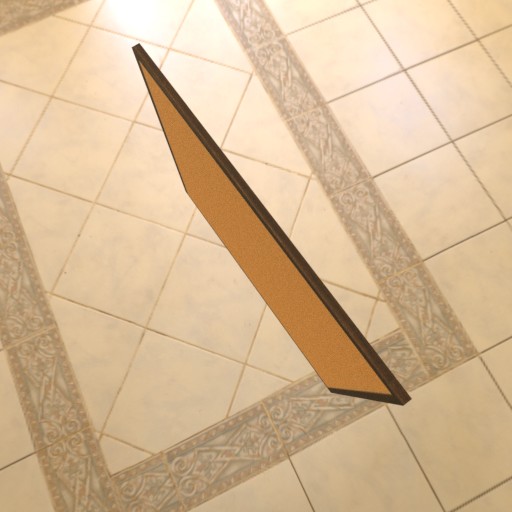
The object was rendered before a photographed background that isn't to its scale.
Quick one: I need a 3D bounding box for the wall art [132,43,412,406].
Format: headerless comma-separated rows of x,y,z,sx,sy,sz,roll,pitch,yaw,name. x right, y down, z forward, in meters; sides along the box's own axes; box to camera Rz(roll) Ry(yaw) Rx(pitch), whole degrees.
0.000,0.000,1.408,0.023,0.875,1.033,-34,77,-9,wall art
